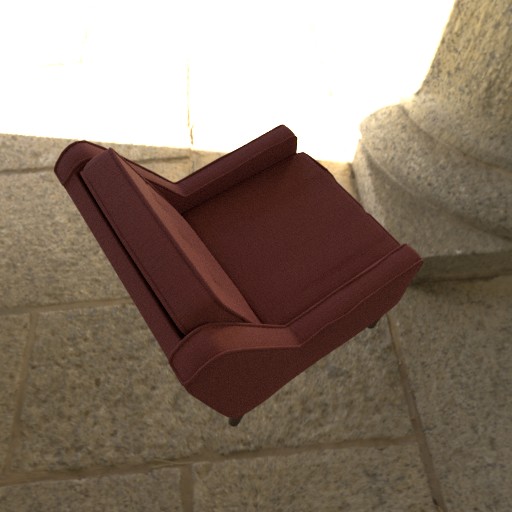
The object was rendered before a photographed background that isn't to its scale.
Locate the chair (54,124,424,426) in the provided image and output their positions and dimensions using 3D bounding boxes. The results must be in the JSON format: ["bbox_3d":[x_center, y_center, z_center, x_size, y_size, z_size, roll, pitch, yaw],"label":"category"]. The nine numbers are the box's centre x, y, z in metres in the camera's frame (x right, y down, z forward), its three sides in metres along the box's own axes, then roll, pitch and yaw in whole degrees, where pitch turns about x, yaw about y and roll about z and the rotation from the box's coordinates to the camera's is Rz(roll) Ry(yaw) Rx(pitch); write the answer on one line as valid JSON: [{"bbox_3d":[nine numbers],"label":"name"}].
[{"bbox_3d":[0.000,0.000,1.352,0.770,0.812,0.680,-31,64,-17],"label":"chair"}]
